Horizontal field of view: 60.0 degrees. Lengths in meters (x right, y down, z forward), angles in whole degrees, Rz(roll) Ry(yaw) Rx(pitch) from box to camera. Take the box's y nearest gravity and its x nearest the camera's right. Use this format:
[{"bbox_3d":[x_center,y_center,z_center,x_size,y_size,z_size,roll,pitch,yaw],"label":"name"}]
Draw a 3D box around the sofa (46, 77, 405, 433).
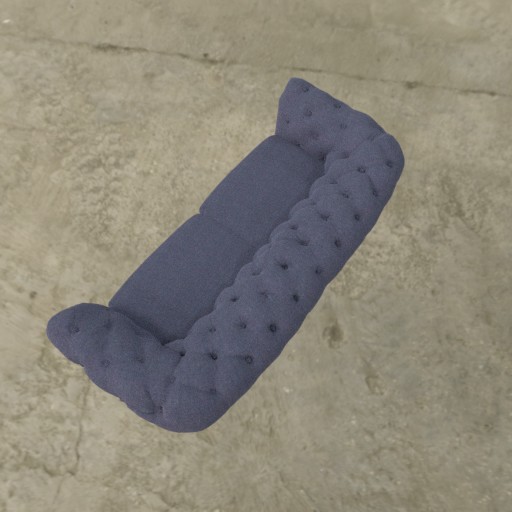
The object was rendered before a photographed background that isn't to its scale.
[{"bbox_3d":[0.000,0.000,2.850,1.046,0.836,2.335,34,68,16],"label":"sofa"}]
